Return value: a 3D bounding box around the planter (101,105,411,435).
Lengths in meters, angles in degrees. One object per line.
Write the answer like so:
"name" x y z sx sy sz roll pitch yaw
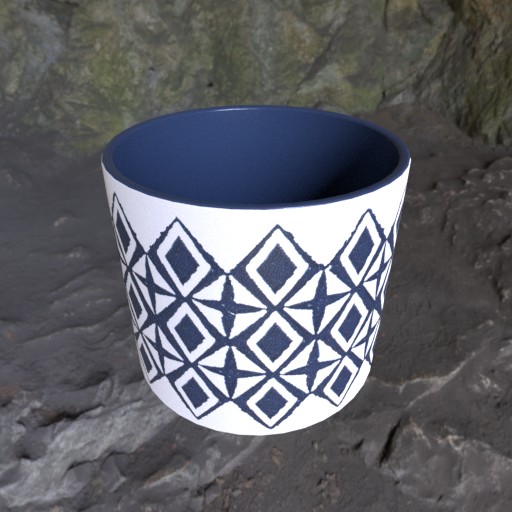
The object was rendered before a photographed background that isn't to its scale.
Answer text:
"planter" 0.000 0.000 0.313 0.182 0.165 0.182 0 33 0
